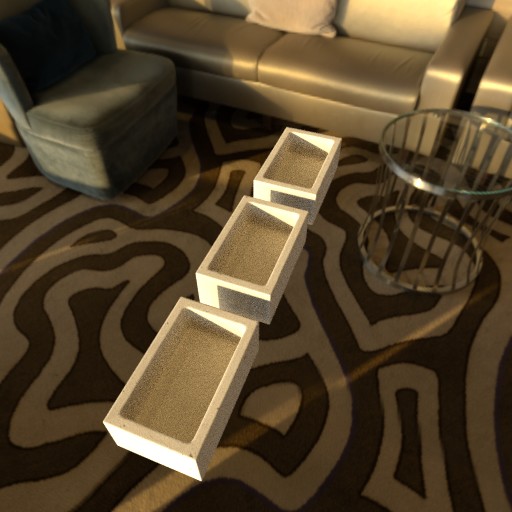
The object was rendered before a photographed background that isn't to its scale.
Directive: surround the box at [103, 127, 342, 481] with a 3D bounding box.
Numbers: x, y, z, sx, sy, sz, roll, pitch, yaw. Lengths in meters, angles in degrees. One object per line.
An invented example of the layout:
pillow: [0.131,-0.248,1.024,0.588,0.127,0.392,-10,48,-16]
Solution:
box: [0.000,0.000,0.503,0.082,0.051,0.461,16,49,14]
